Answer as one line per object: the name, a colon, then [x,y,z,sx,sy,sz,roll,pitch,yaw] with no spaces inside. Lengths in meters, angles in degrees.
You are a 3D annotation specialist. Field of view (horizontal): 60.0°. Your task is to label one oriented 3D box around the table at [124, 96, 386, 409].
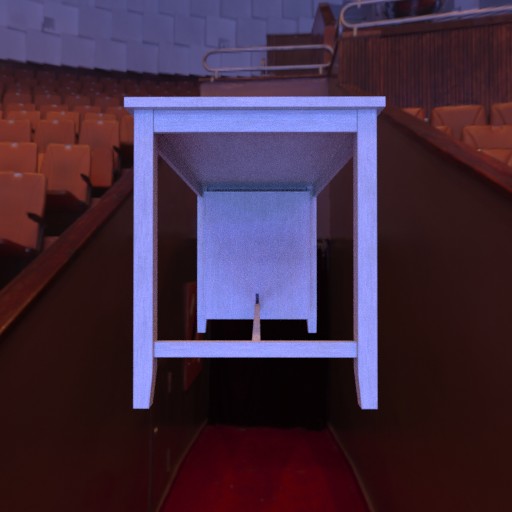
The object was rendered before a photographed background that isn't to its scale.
table: [0.000,0.000,1.930,0.729,0.874,1.397,0,-1,0]
